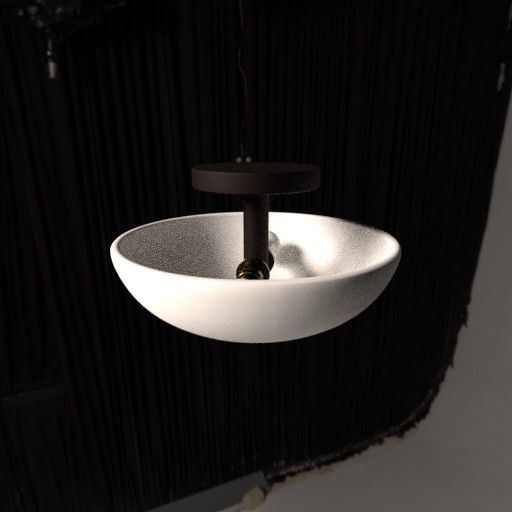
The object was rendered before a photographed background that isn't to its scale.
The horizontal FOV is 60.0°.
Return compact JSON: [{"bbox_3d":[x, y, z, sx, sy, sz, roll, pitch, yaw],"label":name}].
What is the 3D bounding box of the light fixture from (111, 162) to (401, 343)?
[{"bbox_3d":[0.000,0.000,0.534,0.331,0.212,0.331,0,16,0],"label":"light fixture"}]
